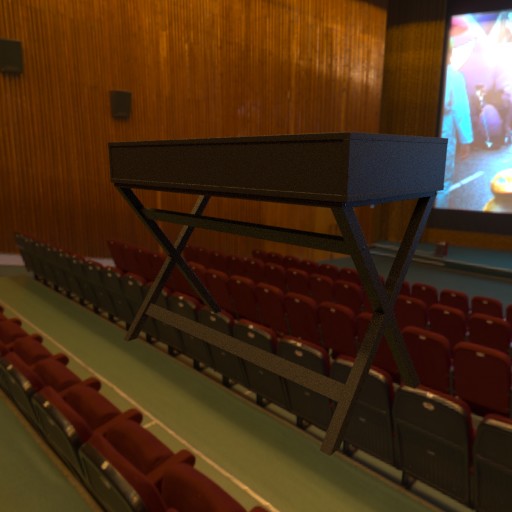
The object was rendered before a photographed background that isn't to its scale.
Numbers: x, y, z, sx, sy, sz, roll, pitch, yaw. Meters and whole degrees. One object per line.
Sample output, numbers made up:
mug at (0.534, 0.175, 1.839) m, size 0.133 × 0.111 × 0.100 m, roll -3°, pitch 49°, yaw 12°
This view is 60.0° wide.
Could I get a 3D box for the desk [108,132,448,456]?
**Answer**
desk at (0.000, 0.000, 1.548) m, size 1.057 × 0.780 × 0.504 m, roll 12°, pitch 18°, yaw 44°
